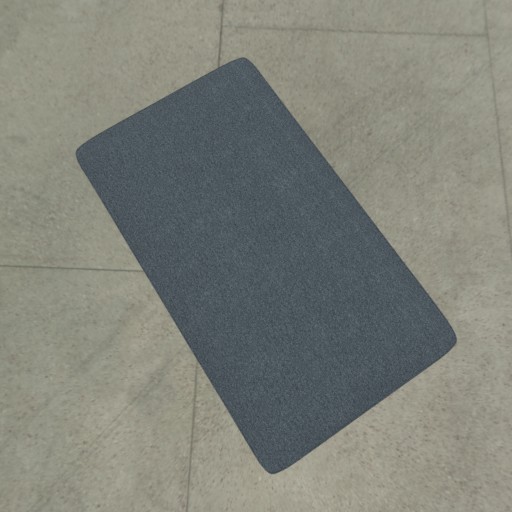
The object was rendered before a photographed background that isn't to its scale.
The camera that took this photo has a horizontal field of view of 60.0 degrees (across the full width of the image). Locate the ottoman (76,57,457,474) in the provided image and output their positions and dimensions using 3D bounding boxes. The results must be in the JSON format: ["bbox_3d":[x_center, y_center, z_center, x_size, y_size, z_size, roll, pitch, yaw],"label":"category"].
[{"bbox_3d":[0.000,0.000,1.542,0.681,0.494,1.173,-32,78,-8],"label":"ottoman"}]
